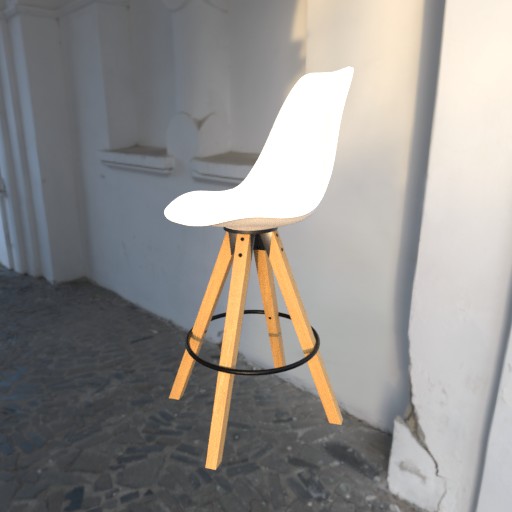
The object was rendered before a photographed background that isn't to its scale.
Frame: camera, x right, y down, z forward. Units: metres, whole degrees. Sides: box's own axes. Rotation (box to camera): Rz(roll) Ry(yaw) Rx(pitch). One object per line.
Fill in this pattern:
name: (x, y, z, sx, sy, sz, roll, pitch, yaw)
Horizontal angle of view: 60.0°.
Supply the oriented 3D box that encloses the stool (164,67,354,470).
stool: (0.000, 0.000, 1.402, 0.549, 1.115, 0.482, -8, 18, -25)
